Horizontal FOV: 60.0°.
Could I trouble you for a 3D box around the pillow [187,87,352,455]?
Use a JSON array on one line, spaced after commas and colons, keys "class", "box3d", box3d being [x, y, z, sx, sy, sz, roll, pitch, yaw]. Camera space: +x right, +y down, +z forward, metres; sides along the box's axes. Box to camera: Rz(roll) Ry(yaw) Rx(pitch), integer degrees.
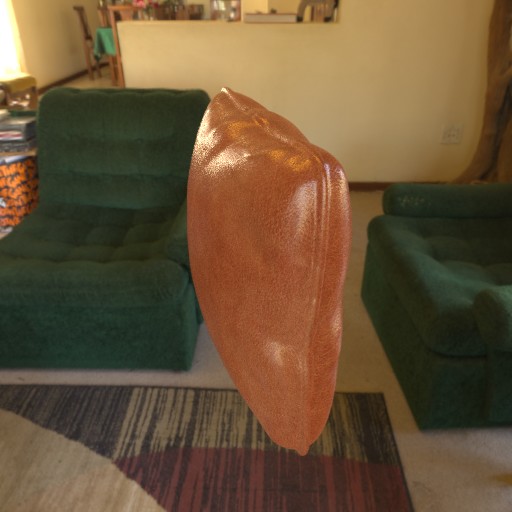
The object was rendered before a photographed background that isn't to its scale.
[{"class": "pillow", "box3d": [0.000, 0.000, 0.821, 0.236, 0.523, 0.532, -9, 31, -14]}]
